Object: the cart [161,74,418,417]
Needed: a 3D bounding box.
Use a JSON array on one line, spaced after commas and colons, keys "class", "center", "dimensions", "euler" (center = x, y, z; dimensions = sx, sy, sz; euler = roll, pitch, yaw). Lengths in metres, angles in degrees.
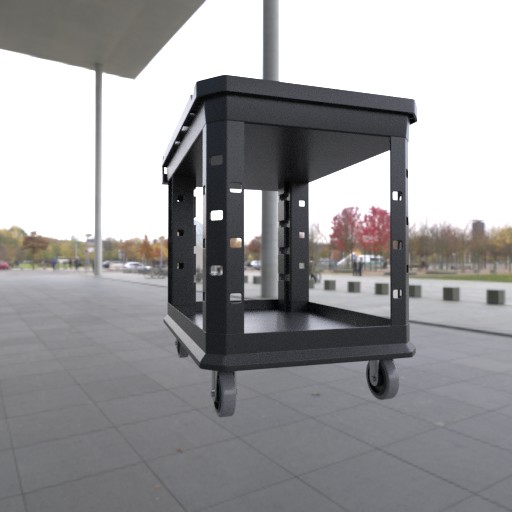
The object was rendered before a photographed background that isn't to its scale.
[{"class": "cart", "center": [0.000, 0.000, 1.764], "dimensions": [0.674, 0.884, 1.239], "euler": [0, -1, -18]}]
